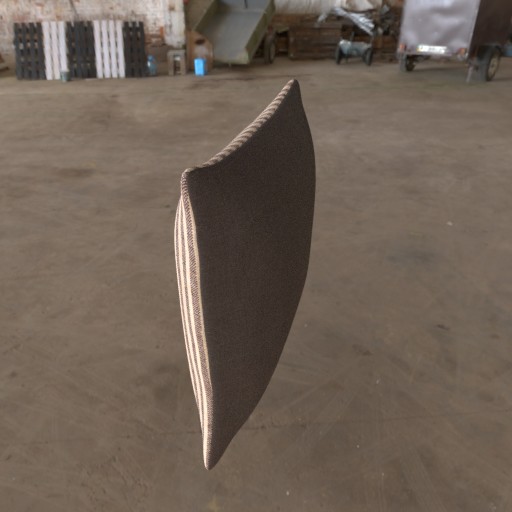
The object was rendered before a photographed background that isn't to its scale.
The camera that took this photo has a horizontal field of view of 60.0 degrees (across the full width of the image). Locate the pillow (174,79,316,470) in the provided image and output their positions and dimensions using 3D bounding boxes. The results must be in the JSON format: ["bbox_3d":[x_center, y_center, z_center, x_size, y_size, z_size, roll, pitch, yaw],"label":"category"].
[{"bbox_3d":[0.000,0.000,0.782,0.166,0.506,0.523,9,33,14],"label":"pillow"}]
